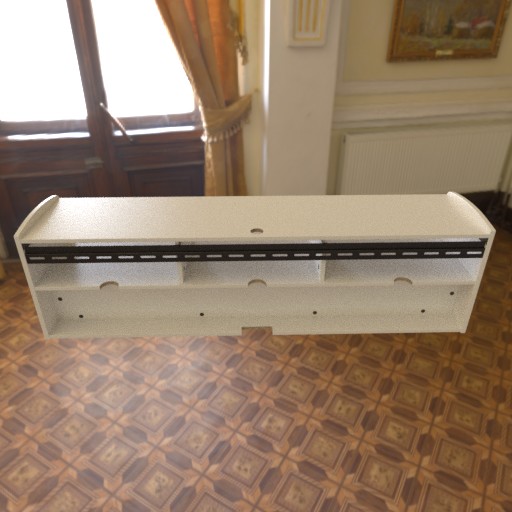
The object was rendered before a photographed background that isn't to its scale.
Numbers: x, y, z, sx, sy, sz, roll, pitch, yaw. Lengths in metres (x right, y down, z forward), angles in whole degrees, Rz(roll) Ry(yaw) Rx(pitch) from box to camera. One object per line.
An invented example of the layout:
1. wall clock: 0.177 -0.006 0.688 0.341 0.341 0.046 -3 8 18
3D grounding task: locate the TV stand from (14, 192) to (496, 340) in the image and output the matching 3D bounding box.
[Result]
1. TV stand: 0.000 0.000 1.621 1.473 0.424 0.397 -1 30 -1
